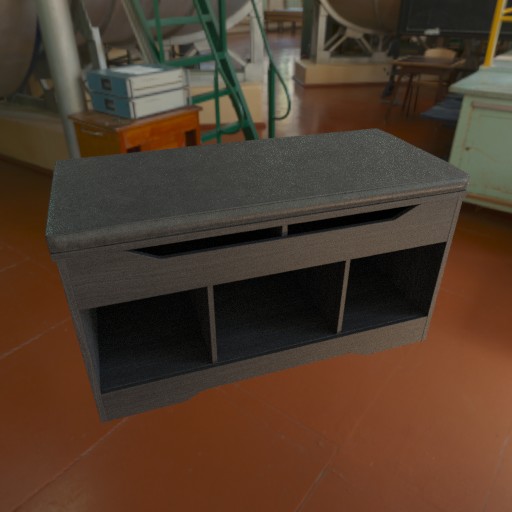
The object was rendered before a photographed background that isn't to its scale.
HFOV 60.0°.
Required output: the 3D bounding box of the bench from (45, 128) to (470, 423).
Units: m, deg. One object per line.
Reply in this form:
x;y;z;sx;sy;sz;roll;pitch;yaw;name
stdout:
0.000;0.000;1.173;0.905;0.501;0.401;-10;33;-16;bench
